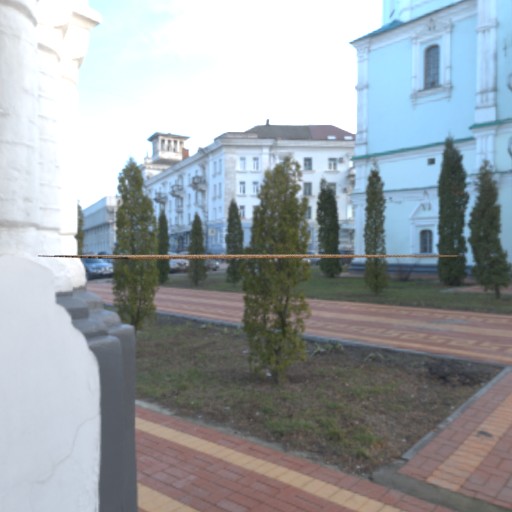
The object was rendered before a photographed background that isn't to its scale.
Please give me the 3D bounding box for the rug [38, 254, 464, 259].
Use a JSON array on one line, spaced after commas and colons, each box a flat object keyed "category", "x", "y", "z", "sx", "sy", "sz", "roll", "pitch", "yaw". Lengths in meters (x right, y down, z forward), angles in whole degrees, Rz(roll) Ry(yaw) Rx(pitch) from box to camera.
[{"category": "rug", "x": 0.000, "y": 0.000, "z": 2.964, "sx": 2.434, "sy": 0.010, "sz": 1.516, "roll": 0, "pitch": 0, "yaw": -34}]
